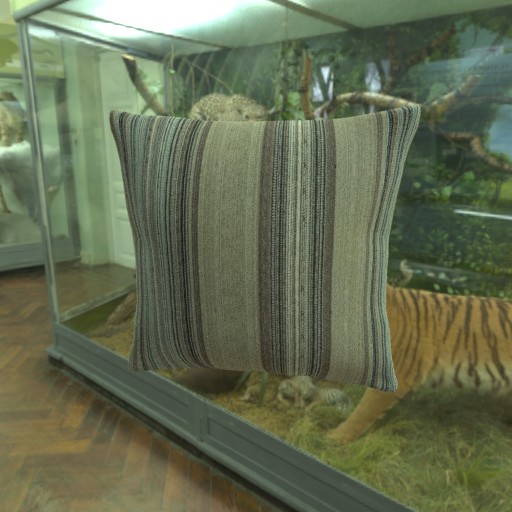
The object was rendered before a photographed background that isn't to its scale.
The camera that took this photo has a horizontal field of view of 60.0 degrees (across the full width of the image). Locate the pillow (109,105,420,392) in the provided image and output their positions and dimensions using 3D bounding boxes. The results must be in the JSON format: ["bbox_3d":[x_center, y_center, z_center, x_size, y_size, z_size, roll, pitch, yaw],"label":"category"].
[{"bbox_3d":[0.000,0.000,0.650,0.435,0.416,0.189,2,14,9],"label":"pillow"}]
